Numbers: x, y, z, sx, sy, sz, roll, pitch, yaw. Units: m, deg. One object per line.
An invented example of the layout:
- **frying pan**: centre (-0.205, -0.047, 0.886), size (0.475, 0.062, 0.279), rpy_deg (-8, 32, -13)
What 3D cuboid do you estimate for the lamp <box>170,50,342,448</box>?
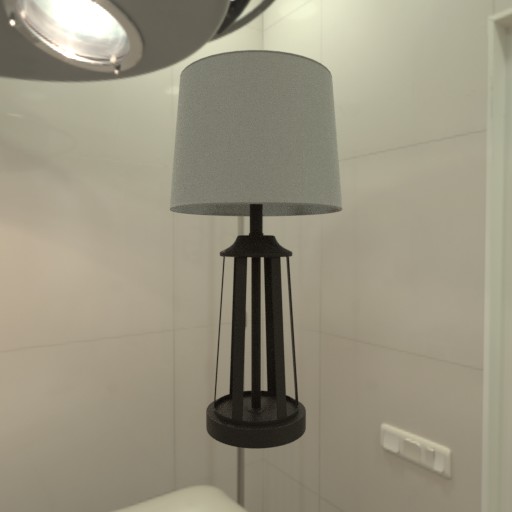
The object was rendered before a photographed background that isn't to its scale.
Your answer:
- **lamp**: centre (0.000, 0.000, 0.657), size (0.251, 0.509, 0.251), rpy_deg (0, 2, 0)
